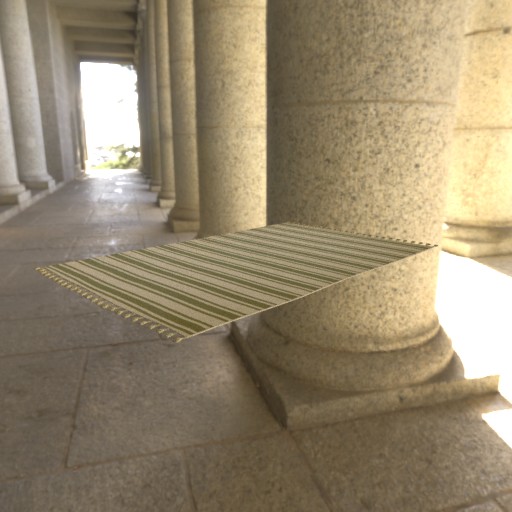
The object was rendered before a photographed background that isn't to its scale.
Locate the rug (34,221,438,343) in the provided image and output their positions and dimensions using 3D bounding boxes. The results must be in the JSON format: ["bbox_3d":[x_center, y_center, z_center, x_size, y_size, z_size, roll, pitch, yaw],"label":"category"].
[{"bbox_3d":[0.000,0.000,2.353,1.875,0.013,1.162,-14,20,-43],"label":"rug"}]
